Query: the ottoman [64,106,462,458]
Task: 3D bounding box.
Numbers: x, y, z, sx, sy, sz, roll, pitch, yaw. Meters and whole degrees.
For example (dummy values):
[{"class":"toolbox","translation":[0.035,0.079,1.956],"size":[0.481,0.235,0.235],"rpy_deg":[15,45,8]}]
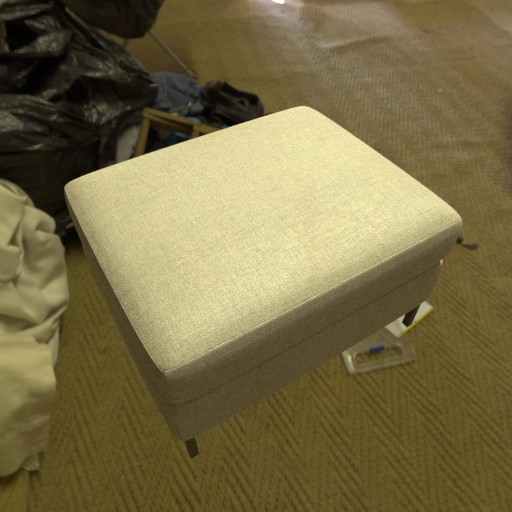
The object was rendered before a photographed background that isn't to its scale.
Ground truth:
[{"class":"ottoman","translation":[0.000,0.000,1.242],"size":[0.820,0.490,0.671],"rpy_deg":[-24,52,-21]}]
